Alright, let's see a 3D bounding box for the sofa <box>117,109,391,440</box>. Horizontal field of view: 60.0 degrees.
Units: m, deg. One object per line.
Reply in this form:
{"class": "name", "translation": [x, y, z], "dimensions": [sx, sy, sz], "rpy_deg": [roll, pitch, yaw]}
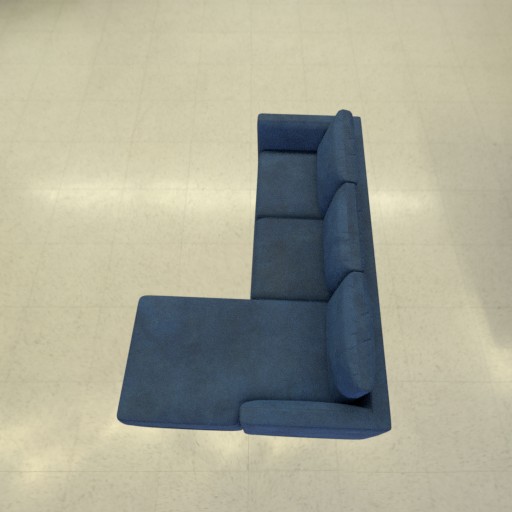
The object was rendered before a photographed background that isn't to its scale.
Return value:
{"class": "sofa", "translation": [0.000, 0.000, 3.279], "dimensions": [1.622, 0.987, 2.438], "rpy_deg": [2, 60, 1]}
